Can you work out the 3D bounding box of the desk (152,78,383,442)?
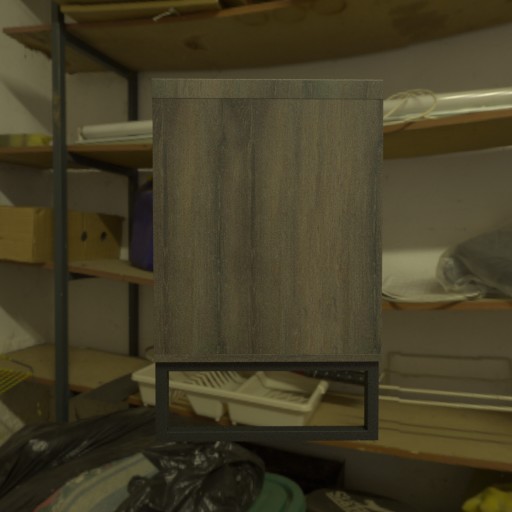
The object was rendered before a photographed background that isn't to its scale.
[{"bbox_3d":[0.000,0.000,1.482,0.511,0.752,1.134,0,1,-1],"label":"desk"}]
